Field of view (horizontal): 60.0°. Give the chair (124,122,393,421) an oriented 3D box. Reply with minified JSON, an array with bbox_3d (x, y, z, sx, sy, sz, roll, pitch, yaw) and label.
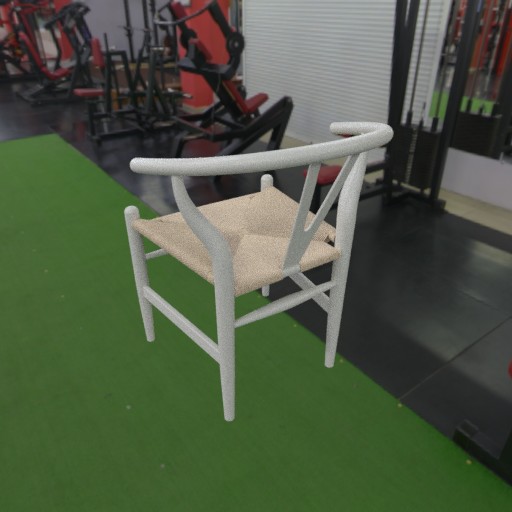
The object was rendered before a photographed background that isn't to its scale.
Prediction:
[{"bbox_3d":[0.000,0.000,1.150,0.569,0.730,0.579,-19,35,-29],"label":"chair"}]
